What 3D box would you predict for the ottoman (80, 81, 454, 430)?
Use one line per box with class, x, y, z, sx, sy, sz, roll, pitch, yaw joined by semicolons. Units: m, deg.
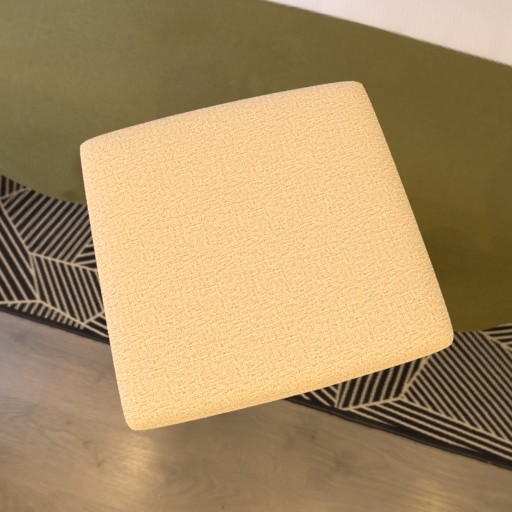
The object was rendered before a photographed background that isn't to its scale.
ottoman;0.000;0.000;1.061;0.650;0.398;0.649;-14;75;-4
